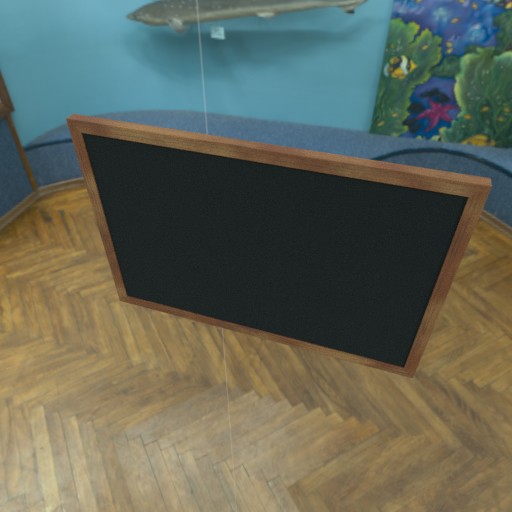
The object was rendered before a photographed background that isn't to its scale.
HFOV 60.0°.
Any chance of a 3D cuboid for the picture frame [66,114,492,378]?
[{"bbox_3d":[0.000,0.000,1.172,0.950,0.640,0.029,12,43,14],"label":"picture frame"}]
